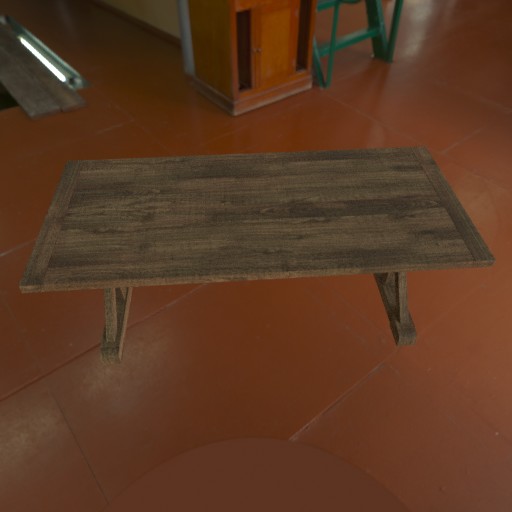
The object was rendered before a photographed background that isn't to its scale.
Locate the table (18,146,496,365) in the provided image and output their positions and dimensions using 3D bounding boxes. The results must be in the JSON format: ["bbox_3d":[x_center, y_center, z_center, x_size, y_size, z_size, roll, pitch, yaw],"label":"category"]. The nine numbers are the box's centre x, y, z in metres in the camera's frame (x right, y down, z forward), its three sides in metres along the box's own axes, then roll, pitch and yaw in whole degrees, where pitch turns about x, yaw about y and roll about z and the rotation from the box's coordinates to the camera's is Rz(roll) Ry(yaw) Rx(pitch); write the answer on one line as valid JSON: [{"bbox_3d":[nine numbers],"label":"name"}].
[{"bbox_3d":[0.000,0.000,2.454,2.031,0.733,0.907,-3,46,-3],"label":"table"}]
